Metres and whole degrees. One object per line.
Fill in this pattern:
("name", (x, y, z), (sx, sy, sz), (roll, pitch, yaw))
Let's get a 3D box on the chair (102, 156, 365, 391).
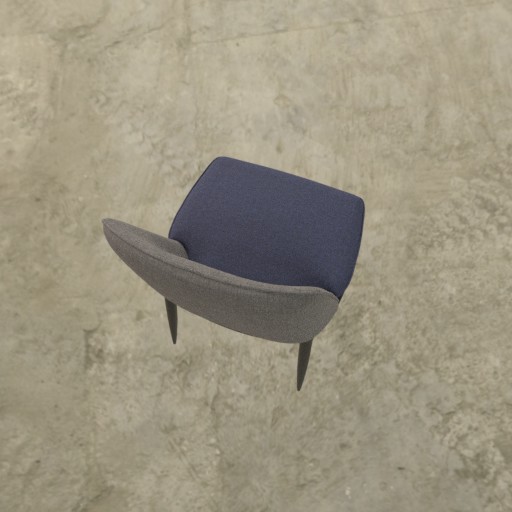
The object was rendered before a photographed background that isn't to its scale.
("chair", (0.000, 0.000, 1.125), (0.488, 0.855, 0.550), (18, 64, 9))
